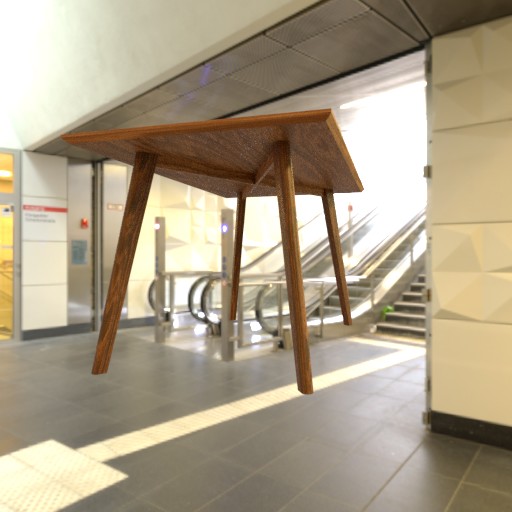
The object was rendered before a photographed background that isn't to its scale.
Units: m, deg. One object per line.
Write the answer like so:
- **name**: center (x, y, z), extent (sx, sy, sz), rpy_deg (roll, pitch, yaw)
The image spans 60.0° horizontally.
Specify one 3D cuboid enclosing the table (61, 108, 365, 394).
- **table**: center (0.000, 0.000, 1.846), extent (0.801, 0.724, 1.349), rpy_deg (0, 0, 17)
